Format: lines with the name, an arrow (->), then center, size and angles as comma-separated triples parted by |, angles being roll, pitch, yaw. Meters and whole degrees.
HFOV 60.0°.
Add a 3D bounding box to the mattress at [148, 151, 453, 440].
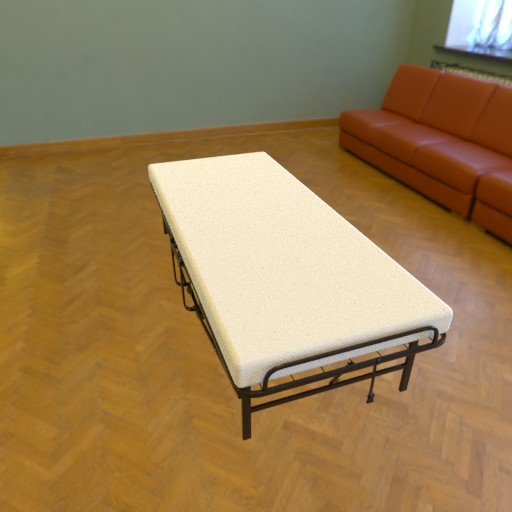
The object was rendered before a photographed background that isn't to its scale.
mattress -> 0.000, 0.000, 2.541 | 0.922, 0.519, 2.153 | -10, 32, -17
